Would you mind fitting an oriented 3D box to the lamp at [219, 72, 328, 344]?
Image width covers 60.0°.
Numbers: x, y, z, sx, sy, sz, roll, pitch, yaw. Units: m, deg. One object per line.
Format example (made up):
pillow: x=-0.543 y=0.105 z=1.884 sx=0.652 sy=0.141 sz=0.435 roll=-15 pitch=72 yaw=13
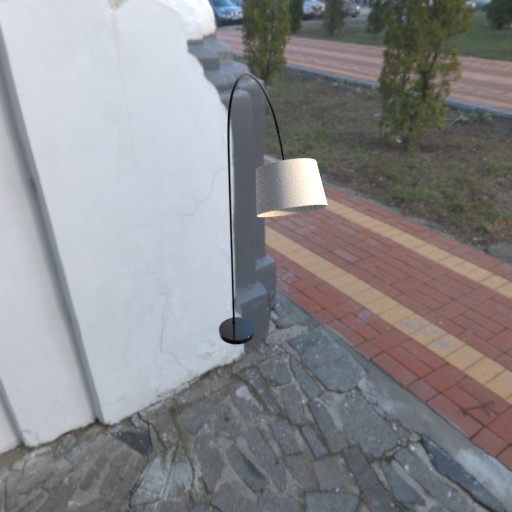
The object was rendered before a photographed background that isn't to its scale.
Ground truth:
lamp: x=0.000 y=0.000 z=2.777 sx=0.331 sy=2.104 sz=1.363 roll=-9 pitch=32 yaw=-15
